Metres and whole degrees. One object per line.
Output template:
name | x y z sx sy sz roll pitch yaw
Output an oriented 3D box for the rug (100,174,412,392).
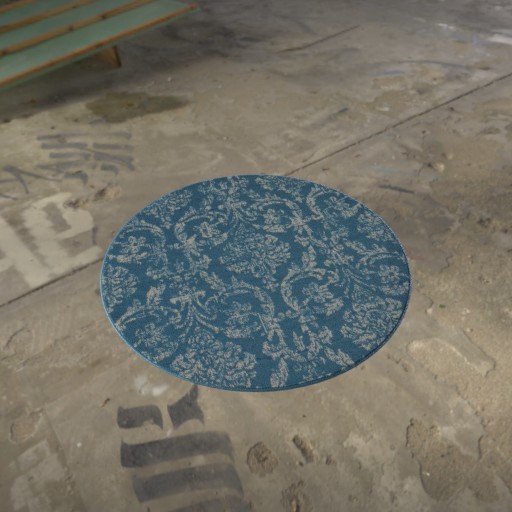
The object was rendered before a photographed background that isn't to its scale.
rug | 0.000 0.000 2.342 1.593 0.012 1.593 0 42 0
